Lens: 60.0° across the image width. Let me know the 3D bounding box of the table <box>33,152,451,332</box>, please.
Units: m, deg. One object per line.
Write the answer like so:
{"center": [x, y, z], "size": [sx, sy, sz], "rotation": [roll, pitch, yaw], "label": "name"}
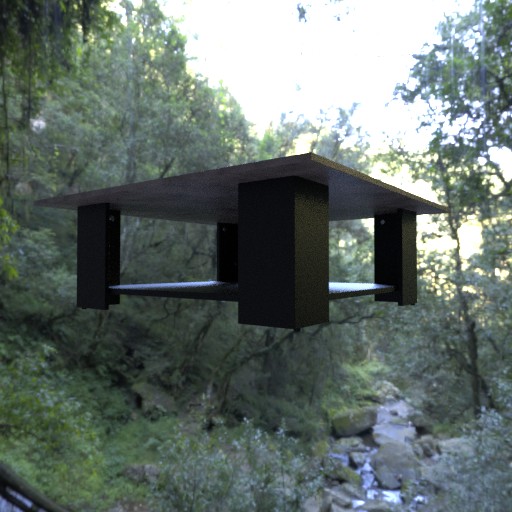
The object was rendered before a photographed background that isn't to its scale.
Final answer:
{"center": [0.000, 0.000, 1.325], "size": [0.890, 0.305, 0.890], "rotation": [-1, -2, 37], "label": "table"}
